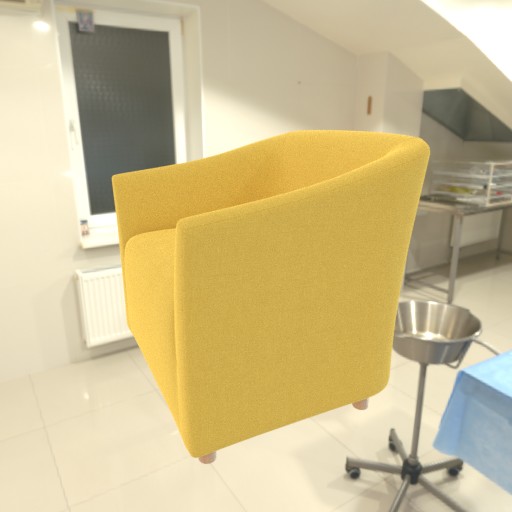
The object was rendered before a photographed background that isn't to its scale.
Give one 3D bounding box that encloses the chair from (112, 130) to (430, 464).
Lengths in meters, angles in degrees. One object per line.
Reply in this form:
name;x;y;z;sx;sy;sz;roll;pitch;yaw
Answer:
chair;0.000;0.000;1.336;0.700;0.720;0.790;-8;19;-25
